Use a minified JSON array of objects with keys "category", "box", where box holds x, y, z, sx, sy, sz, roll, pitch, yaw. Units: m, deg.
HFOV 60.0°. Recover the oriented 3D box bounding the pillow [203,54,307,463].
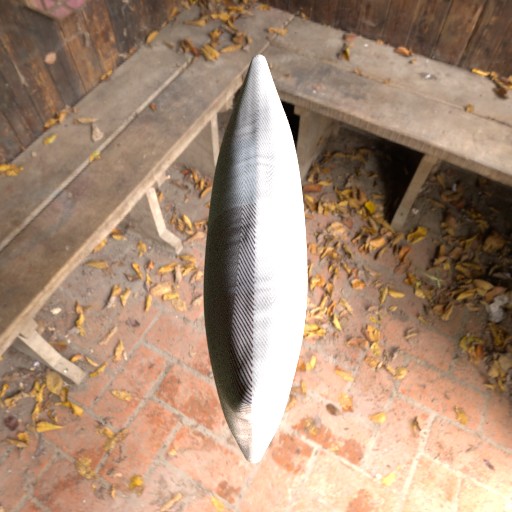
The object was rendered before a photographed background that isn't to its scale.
[{"category":"pillow","box":[0.000,0.000,0.631,0.139,0.305,0.506,1,58,0]}]
